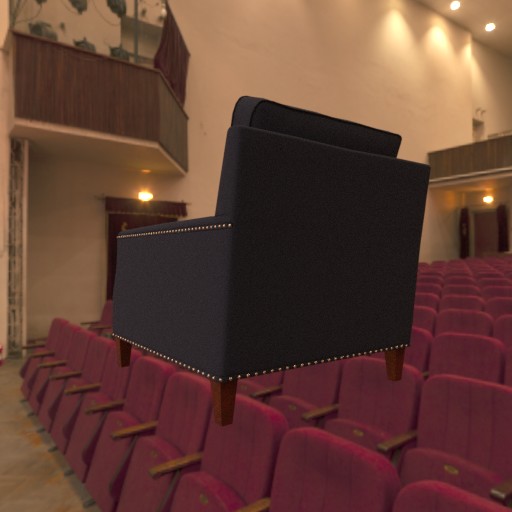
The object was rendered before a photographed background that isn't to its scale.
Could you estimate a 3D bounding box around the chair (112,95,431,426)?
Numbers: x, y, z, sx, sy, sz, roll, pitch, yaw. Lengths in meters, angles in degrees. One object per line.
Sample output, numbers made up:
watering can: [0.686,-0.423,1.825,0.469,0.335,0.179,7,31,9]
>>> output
chair: [0.000,0.000,1.770,0.853,0.943,1.014,0,0,-36]
